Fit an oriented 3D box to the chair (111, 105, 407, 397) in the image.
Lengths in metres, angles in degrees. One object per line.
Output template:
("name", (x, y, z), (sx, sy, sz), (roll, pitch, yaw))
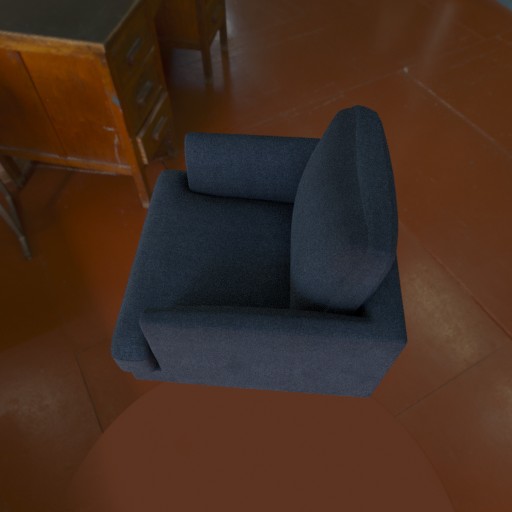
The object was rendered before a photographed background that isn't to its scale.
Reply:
("chair", (0.000, 0.000, 1.630), (0.899, 0.957, 0.858), (4, 56, 3))
